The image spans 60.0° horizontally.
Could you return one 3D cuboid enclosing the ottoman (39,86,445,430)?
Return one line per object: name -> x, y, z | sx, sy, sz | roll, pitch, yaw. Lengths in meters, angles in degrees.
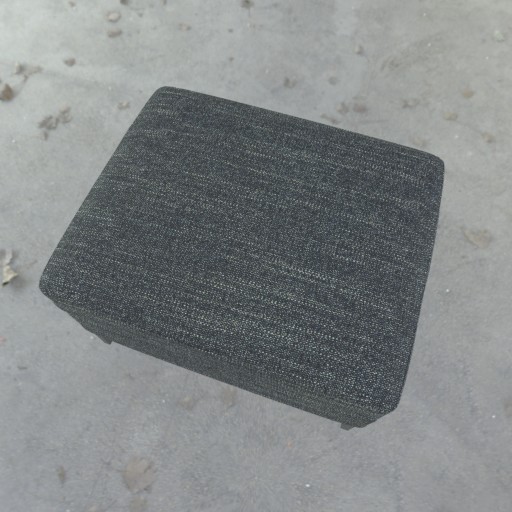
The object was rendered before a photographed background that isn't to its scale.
ottoman -> 0.000, 0.000, 1.202 | 0.814, 0.491, 0.667 | 17, 65, 8
